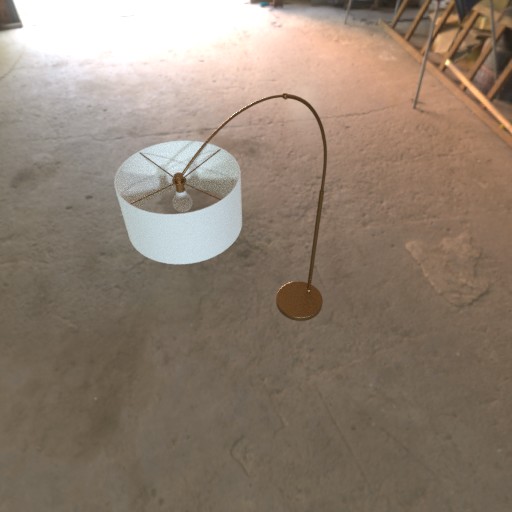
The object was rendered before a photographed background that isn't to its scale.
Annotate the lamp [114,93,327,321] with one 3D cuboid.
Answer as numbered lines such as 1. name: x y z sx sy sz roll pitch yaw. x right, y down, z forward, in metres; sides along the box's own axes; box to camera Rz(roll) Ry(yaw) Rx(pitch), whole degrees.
1. lamp: 0.000 0.000 2.604 0.493 1.927 1.434 32 54 27
